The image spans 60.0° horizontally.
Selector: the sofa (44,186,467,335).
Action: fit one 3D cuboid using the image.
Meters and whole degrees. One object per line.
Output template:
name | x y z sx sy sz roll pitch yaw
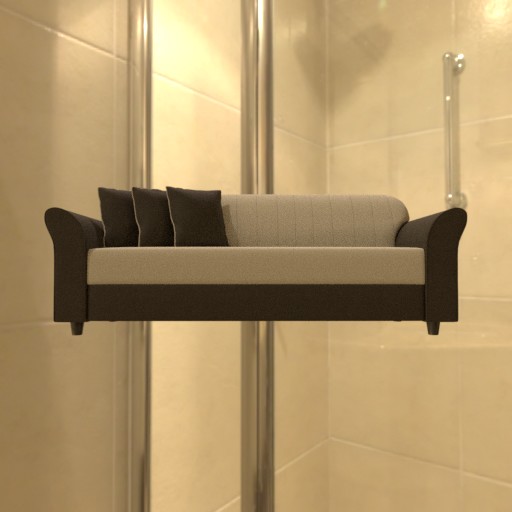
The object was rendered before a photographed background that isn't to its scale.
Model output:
sofa | 0.000 0.000 2.461 2.001 0.787 0.755 0 -2 0
